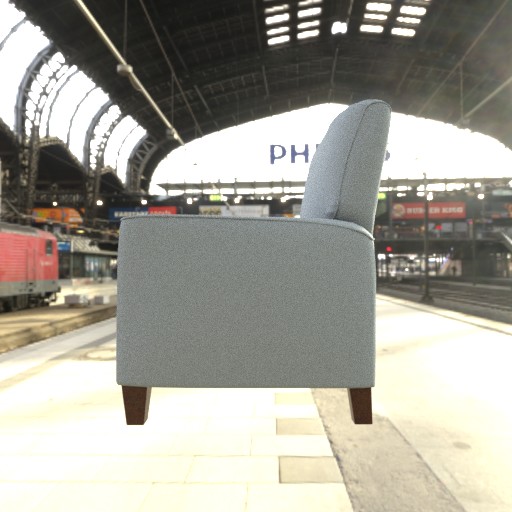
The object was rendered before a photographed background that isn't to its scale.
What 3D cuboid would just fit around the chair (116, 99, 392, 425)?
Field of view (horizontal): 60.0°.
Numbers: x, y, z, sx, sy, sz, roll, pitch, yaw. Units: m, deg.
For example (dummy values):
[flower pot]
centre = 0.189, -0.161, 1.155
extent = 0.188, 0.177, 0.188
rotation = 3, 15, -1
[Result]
[chair]
centre = 0.000, 0.000, 1.682
extent = 0.846, 1.007, 0.853
rotation = 0, -1, 0
